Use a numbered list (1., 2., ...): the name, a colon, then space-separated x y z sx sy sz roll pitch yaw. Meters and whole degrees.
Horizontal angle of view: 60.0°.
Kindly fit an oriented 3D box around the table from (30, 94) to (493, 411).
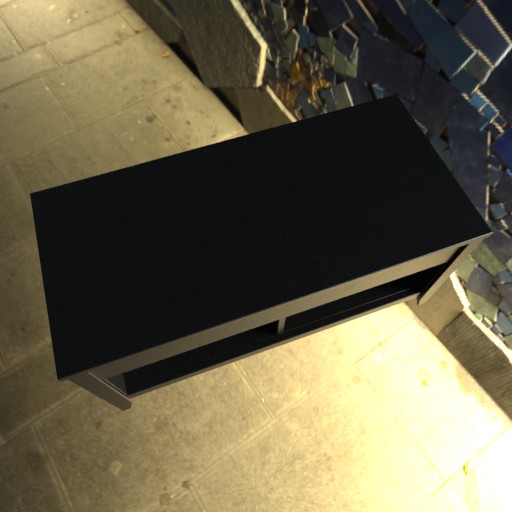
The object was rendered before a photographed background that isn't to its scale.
1. table: 0.000 0.000 1.272 1.016 0.457 0.483 -18 64 -9
